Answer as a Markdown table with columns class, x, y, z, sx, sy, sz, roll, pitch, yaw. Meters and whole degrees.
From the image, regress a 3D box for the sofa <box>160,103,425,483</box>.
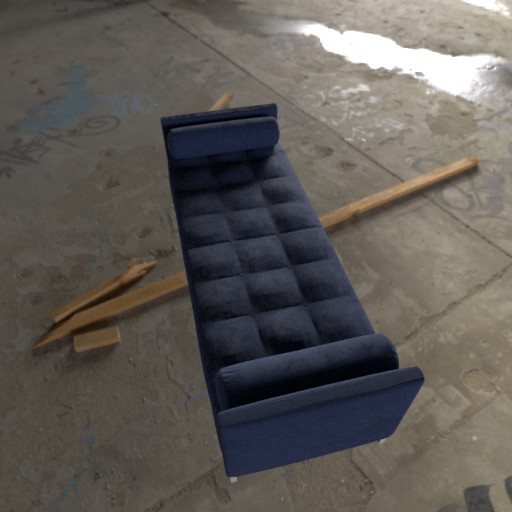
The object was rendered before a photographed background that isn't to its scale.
| class | x | y | z | sx | sy | sz | roll | pitch | yaw |
| --- | --- | --- | --- | --- | --- | --- | --- | --- | --- |
| sofa | 0.000 | 0.000 | 2.470 | 0.797 | 0.657 | 2.102 | -10 | 48 | -9 |
